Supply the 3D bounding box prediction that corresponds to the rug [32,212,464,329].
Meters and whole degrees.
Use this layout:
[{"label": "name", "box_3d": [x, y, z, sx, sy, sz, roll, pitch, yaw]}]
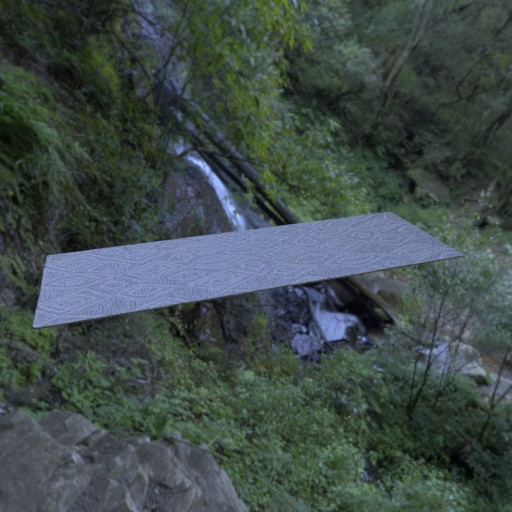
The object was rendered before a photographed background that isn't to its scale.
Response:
[{"label": "rug", "box_3d": [0.000, 0.000, 2.711, 2.436, 0.013, 0.807, -8, 27, -16]}]
